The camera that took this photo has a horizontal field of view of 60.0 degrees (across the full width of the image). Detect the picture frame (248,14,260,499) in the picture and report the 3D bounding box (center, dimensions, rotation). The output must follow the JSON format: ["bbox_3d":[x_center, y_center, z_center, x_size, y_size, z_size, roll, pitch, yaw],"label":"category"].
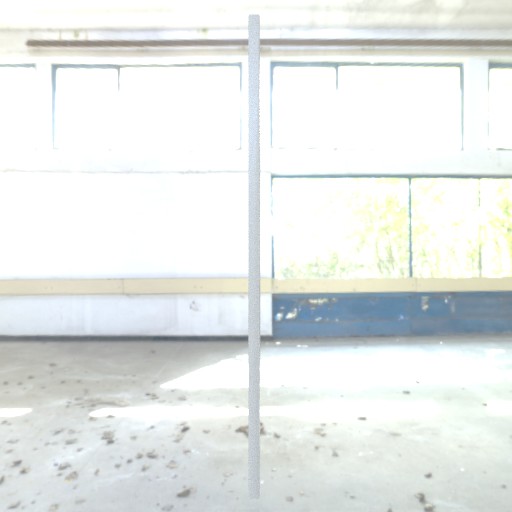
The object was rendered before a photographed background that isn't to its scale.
[{"bbox_3d":[0.000,0.000,0.677,0.012,0.534,0.381,0,1,1],"label":"picture frame"}]
